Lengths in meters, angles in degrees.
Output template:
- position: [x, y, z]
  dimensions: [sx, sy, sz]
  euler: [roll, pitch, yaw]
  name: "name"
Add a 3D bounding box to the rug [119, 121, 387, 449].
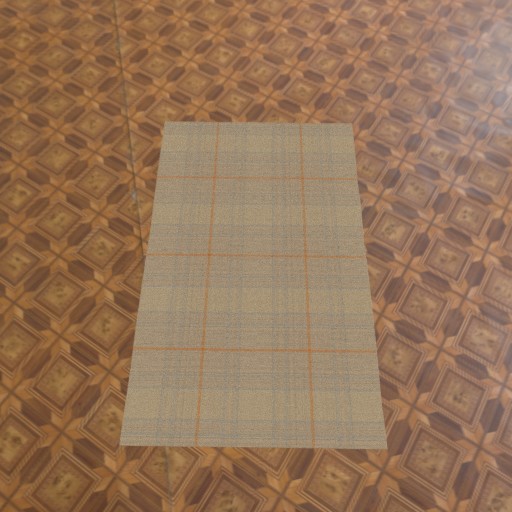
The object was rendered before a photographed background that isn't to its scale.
- position: [0.000, 0.000, 3.069]
  dimensions: [1.527, 0.016, 2.442]
  euler: [1, 63, 0]
  name: "rug"
